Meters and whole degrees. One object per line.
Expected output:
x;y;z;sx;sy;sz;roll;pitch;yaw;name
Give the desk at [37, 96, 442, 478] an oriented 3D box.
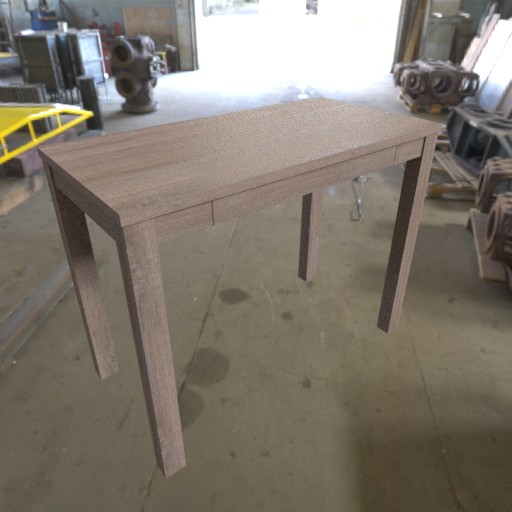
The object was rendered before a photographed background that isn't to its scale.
0.000;0.000;1.387;0.991;0.762;0.495;-22;37;-32;desk
